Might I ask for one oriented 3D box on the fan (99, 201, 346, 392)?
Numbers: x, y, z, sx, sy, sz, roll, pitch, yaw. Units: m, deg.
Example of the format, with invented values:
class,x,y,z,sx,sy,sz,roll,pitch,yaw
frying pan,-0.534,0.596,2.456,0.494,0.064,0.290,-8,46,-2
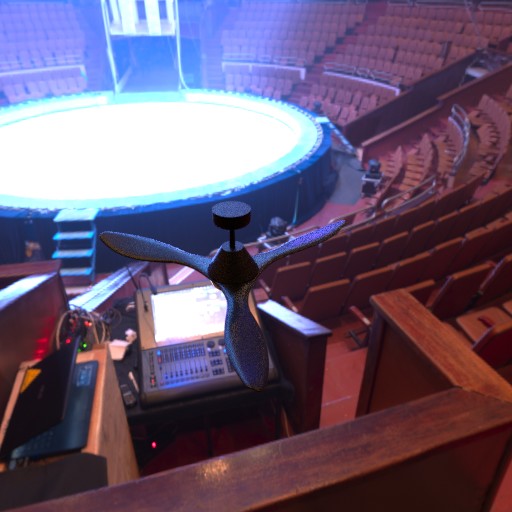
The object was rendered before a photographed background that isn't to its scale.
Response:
class,x,y,z,sx,sy,sz,roll,pitch,yaw
fan,0.000,0.000,1.596,1.067,0.305,1.067,-10,31,-17
